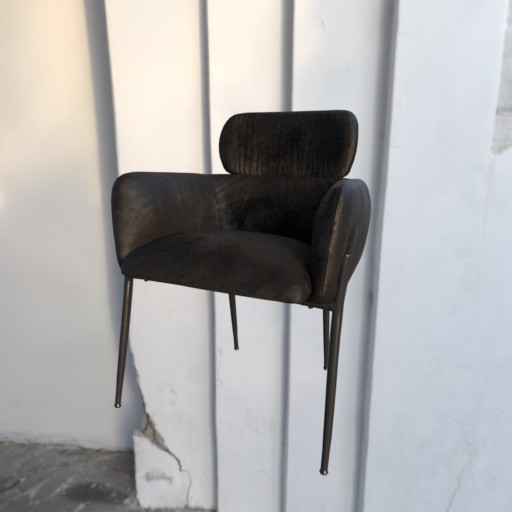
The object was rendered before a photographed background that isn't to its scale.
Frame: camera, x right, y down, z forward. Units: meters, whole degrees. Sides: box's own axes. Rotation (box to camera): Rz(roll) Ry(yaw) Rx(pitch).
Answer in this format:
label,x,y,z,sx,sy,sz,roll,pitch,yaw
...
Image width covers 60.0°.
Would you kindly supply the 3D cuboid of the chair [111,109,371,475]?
label,x,y,z,sx,sy,sz,roll,pitch,yaw
chair,0.000,0.000,1.264,0.640,0.818,0.604,7,16,25
